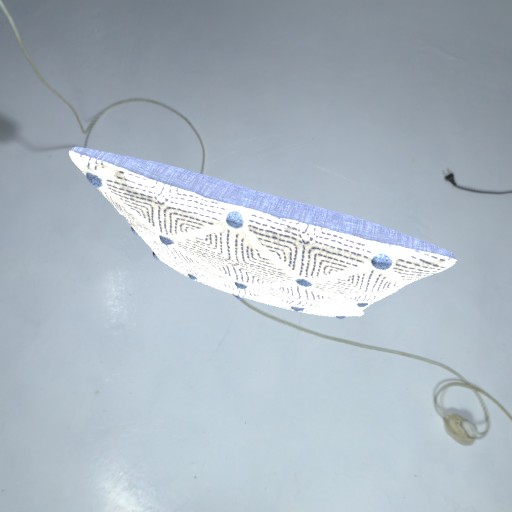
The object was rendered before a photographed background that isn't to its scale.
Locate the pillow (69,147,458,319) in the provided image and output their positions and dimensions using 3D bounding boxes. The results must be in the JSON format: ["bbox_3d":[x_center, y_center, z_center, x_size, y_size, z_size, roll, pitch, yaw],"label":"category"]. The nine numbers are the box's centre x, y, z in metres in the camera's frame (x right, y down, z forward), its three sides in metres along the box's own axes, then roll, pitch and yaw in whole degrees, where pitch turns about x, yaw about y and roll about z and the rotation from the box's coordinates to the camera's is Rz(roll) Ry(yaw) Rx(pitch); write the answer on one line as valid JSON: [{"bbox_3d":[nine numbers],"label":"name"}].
[{"bbox_3d":[0.000,0.000,0.794,0.510,0.510,0.145,16,76,4],"label":"pillow"}]
